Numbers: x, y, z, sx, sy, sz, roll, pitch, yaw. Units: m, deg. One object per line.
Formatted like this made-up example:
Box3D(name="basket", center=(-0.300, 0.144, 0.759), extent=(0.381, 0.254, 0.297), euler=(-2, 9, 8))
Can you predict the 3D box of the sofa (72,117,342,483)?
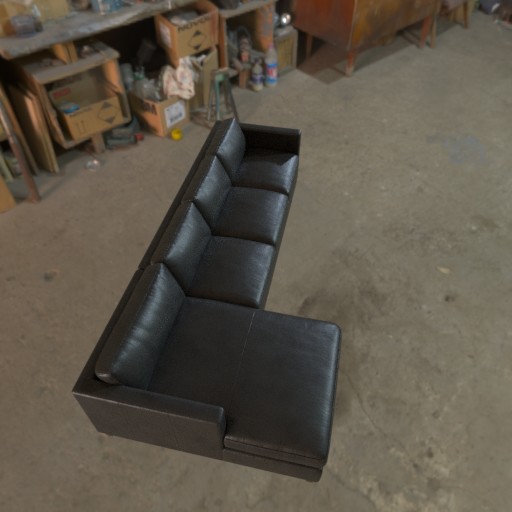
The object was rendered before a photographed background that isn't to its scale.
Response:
Box3D(name="sofa", center=(0.000, 0.000, 3.814), extent=(1.581, 0.883, 3.203), euler=(9, 48, 8))
